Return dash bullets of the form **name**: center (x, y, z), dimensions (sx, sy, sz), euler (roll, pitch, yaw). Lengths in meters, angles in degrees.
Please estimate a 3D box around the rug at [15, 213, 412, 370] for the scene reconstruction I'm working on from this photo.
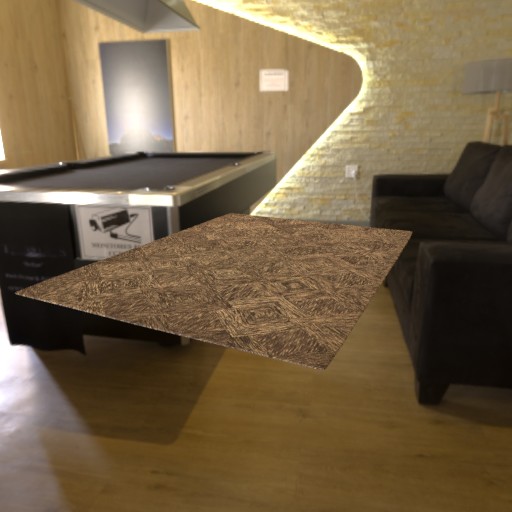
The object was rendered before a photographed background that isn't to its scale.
- **rug**: center (0.000, 0.000, 5.188), dimensions (2.997, 0.020, 4.093), euler (8, 19, 25)
